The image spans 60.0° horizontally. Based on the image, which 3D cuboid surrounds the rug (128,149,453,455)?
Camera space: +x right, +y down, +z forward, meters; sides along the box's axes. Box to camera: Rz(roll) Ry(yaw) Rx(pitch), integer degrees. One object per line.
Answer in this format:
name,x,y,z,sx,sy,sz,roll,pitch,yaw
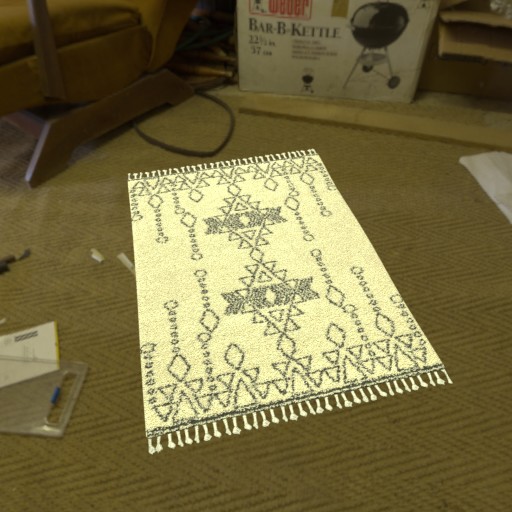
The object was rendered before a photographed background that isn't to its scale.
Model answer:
rug,0.000,0.000,3.943,2.125,0.028,3.027,-10,48,-9
